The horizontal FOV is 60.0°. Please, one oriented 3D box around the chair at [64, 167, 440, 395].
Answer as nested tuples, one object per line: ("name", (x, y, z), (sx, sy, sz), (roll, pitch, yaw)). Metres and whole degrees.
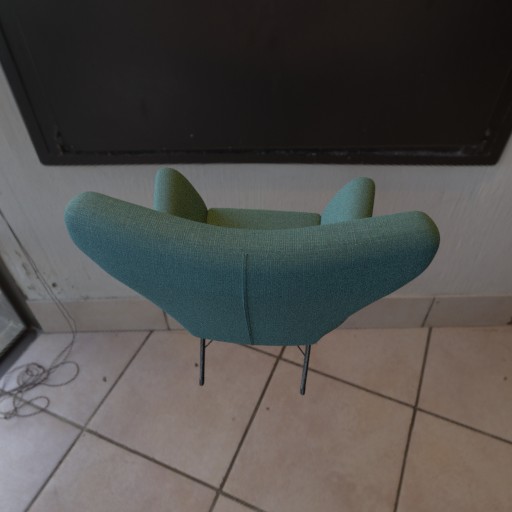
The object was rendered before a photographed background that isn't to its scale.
("chair", (0.000, 0.000, 1.746), (1.050, 0.980, 0.900), (3, 46, 3))
